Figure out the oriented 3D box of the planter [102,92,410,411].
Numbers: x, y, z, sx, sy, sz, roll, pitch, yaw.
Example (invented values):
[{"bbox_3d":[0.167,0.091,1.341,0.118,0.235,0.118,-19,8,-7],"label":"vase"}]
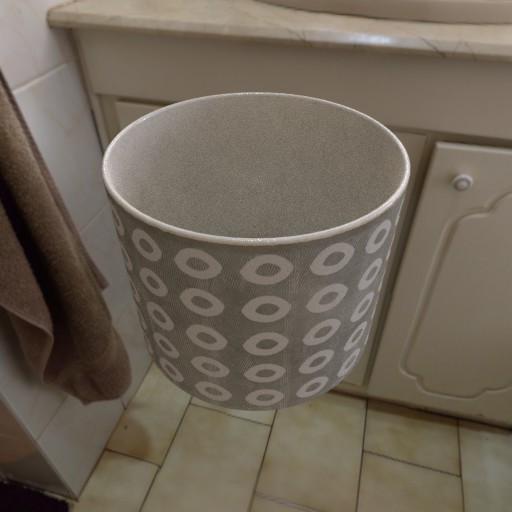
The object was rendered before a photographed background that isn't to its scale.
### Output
[{"bbox_3d":[0.000,0.000,0.340,0.190,0.181,0.190,0,41,0],"label":"planter"}]
